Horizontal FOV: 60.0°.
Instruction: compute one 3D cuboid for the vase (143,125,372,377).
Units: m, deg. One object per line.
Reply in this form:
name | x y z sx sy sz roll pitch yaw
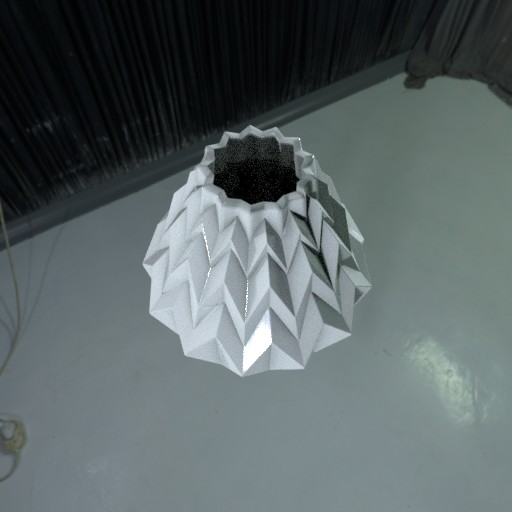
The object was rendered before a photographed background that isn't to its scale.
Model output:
vase | 0.000 0.000 0.313 0.164 0.185 0.164 0 58 0
